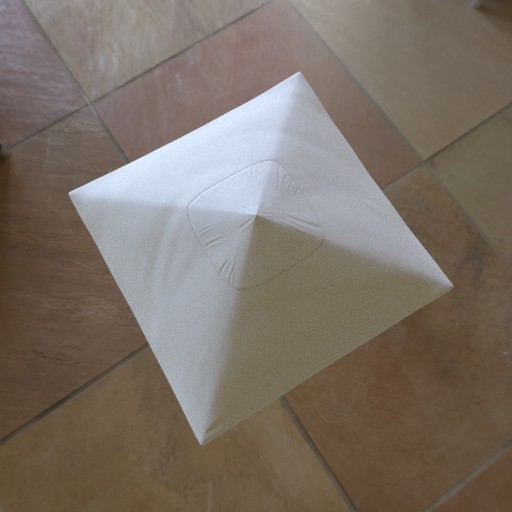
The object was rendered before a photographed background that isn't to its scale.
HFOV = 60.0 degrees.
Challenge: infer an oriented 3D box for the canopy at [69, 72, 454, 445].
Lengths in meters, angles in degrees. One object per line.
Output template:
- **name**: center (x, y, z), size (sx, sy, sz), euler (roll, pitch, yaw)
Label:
- **canopy**: center (0.000, 0.000, 5.394), size (2.998, 2.997, 2.996), euler (-30, 78, -7)
